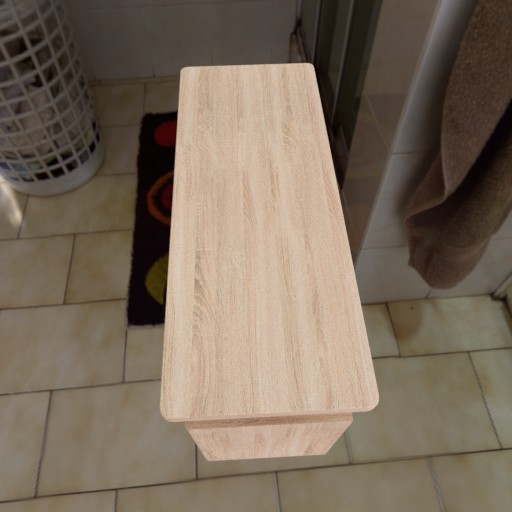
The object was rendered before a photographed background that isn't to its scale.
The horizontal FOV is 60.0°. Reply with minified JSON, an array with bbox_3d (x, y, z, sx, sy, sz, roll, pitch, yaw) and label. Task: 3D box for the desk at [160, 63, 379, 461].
[{"bbox_3d":[0.000,0.000,1.787,0.550,0.760,1.400,-3,58,-2],"label":"desk"}]
